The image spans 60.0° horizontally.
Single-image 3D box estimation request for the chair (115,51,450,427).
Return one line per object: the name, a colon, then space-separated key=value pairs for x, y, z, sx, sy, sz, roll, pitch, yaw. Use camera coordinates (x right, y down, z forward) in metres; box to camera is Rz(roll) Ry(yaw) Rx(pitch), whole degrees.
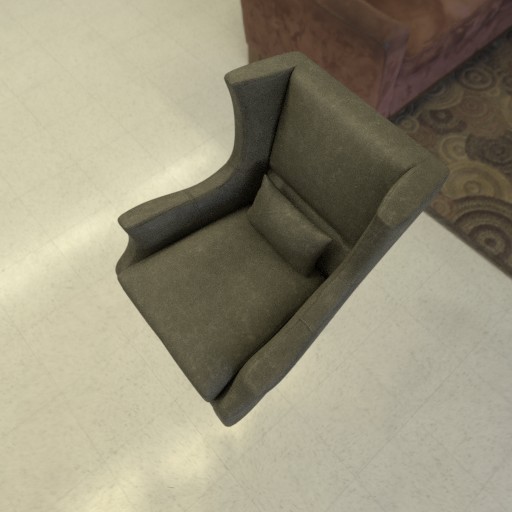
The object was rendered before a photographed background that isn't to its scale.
chair: x=0.000 y=0.000 z=1.684 sx=0.926 sy=1.016 sz=0.853 roll=-35 pitch=68 yaw=-17
